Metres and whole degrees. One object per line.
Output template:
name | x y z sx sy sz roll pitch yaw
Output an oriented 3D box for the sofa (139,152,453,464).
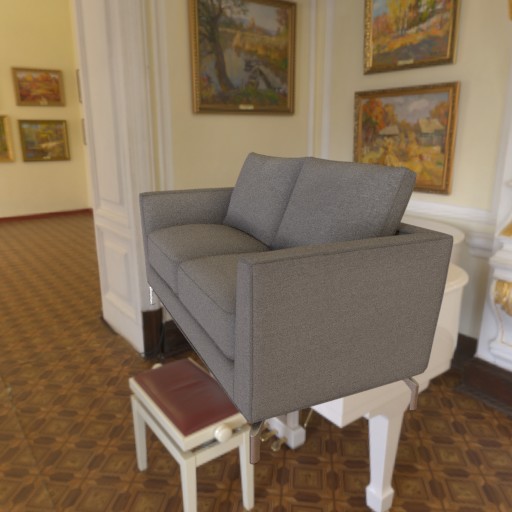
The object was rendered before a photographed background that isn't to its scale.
sofa | 0.000 0.000 2.129 0.803 0.924 1.594 -7 17 -24
